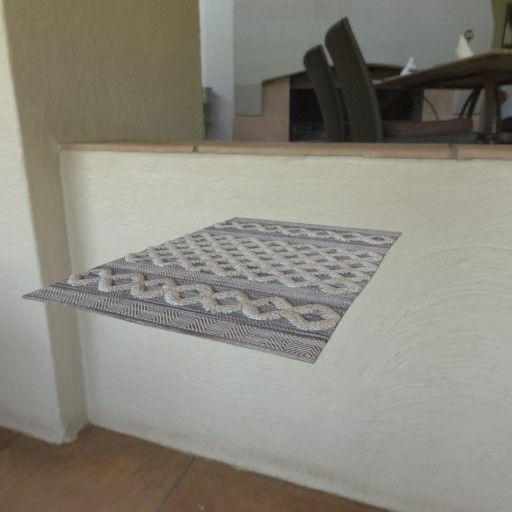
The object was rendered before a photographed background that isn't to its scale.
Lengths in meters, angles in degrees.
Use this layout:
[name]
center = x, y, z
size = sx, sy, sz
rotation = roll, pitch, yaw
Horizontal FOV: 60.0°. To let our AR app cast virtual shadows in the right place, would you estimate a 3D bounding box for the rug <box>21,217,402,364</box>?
[rug]
center = 0.000, 0.000, 2.301
size = 1.222, 0.030, 1.823
rotation = 7, 17, 24
